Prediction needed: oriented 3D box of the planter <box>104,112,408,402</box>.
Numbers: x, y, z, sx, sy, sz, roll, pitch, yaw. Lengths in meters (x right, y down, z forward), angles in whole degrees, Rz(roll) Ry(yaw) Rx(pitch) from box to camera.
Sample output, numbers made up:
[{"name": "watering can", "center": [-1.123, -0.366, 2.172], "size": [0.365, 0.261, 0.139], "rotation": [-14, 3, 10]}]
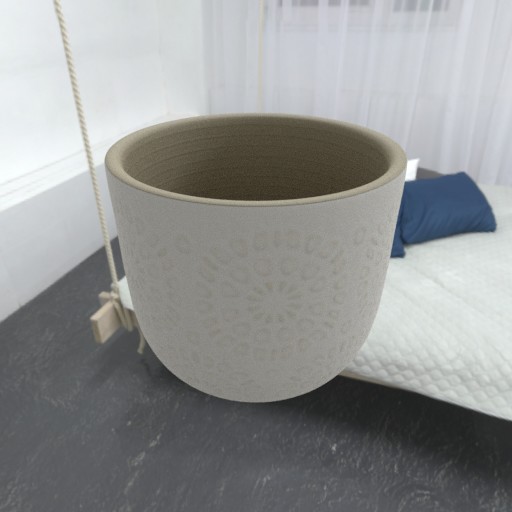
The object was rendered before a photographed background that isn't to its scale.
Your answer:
[{"name": "planter", "center": [0.000, 0.000, 0.216], "size": [0.124, 0.109, 0.124], "rotation": [0, 31, 0]}]
